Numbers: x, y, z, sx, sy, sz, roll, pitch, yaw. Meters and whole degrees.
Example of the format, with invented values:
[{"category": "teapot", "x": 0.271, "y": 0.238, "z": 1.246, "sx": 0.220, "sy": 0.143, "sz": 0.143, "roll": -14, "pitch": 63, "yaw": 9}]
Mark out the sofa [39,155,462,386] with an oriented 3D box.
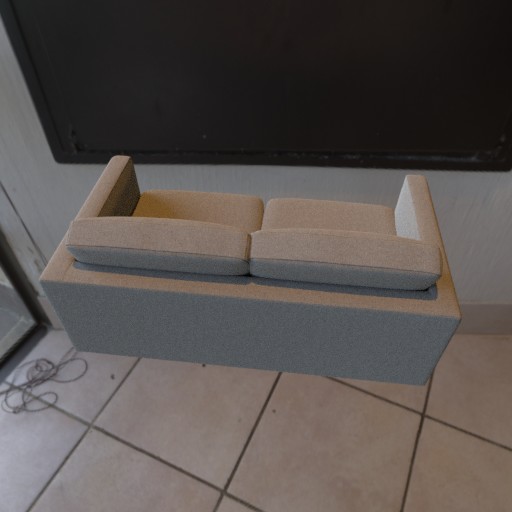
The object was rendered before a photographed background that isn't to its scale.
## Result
[{"category": "sofa", "x": 0.000, "y": 0.000, "z": 2.318, "sx": 1.731, "sy": 0.900, "sz": 1.000, "roll": 5, "pitch": 46, "yaw": 4}]
